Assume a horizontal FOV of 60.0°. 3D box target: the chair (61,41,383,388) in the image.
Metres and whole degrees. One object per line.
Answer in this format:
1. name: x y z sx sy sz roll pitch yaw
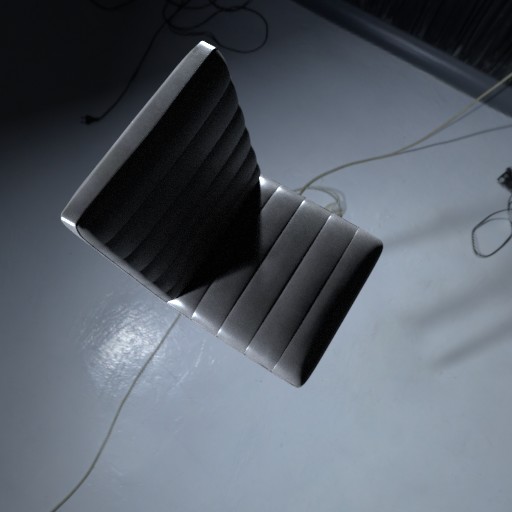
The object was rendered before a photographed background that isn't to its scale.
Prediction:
1. chair: 0.000 0.000 1.320 0.634 0.930 0.520 31 77 8
